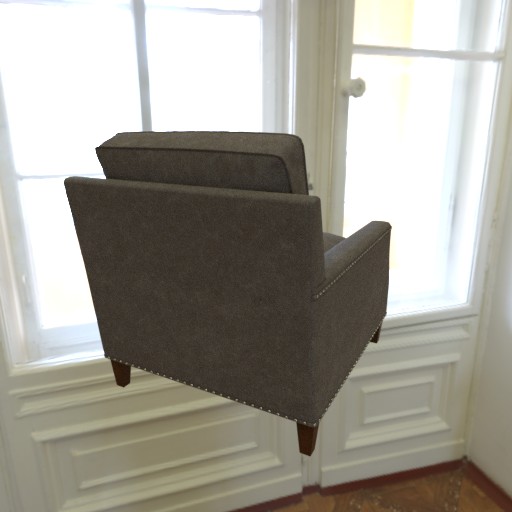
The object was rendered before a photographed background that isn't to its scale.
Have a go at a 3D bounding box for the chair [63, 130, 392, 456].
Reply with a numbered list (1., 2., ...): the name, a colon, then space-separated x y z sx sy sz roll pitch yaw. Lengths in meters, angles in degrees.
1. chair: 0.000 0.000 1.717 0.853 0.948 1.014 9 19 27
